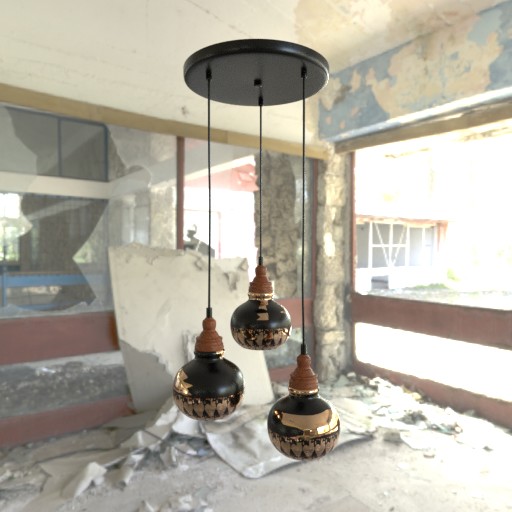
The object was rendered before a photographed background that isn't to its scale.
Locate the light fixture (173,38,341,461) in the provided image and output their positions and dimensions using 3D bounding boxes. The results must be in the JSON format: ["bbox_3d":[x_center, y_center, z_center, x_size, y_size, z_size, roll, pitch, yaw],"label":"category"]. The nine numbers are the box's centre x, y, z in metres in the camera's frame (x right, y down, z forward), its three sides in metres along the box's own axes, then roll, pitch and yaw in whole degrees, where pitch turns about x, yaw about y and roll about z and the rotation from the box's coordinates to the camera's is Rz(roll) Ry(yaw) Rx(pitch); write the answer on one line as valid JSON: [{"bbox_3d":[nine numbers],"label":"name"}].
[{"bbox_3d":[0.000,0.000,1.742,0.608,1.410,0.605,0,1,0],"label":"light fixture"}]
